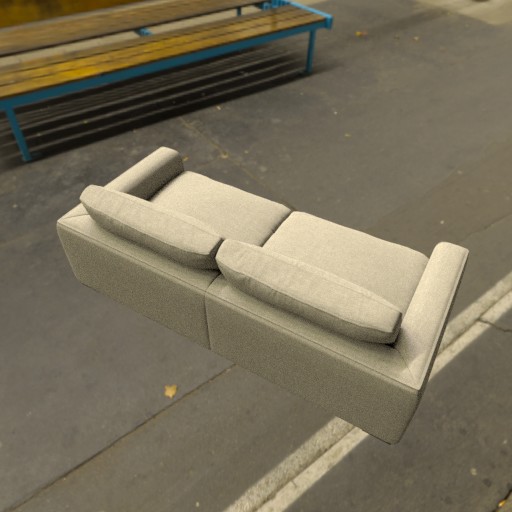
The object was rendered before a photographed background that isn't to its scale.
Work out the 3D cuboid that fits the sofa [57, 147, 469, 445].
[{"bbox_3d":[0.000,0.000,2.710,2.262,0.801,1.070,22,49,21],"label":"sofa"}]
